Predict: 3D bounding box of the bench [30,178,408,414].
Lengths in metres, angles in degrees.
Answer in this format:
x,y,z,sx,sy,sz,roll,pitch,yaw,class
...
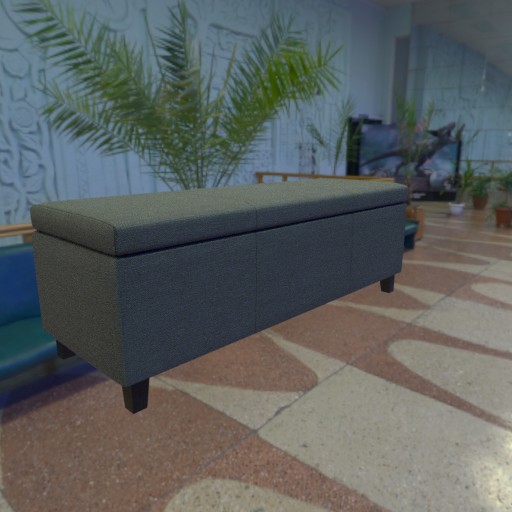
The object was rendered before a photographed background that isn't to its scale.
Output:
x,y,z,sx,sy,sz,roll,pitch,yaw,class
0.000,0.000,1.474,0.446,0.438,1.269,13,19,43,bench
